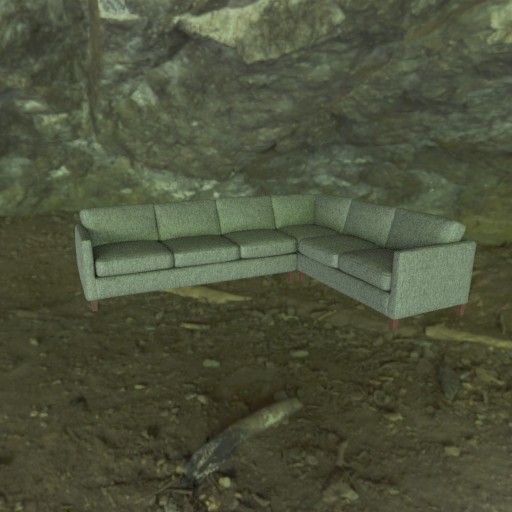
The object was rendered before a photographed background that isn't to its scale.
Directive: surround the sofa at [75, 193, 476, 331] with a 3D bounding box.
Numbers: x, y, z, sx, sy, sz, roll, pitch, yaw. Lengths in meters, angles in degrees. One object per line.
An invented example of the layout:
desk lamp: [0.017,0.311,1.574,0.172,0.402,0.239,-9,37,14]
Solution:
sofa: [0.000,0.000,4.538,3.302,0.947,2.593,-7,17,-24]
